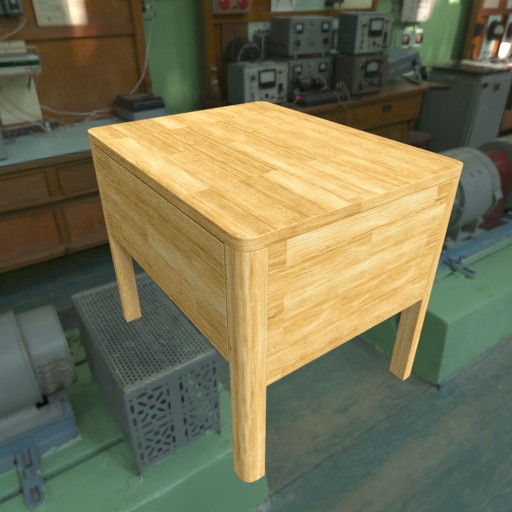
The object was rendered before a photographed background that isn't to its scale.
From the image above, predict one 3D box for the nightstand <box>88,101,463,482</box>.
[{"bbox_3d":[0.000,0.000,0.920,0.440,0.470,0.560,-20,37,-30],"label":"nightstand"}]
